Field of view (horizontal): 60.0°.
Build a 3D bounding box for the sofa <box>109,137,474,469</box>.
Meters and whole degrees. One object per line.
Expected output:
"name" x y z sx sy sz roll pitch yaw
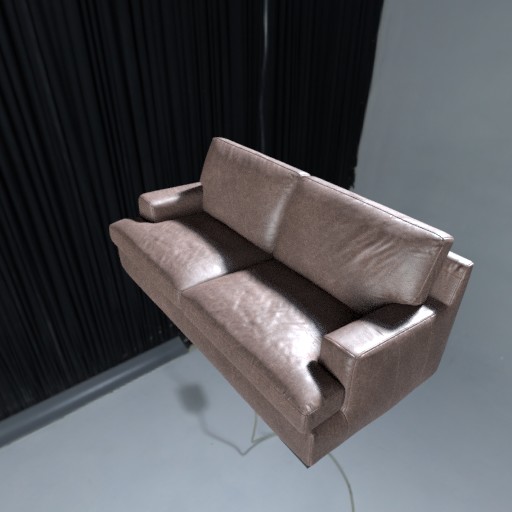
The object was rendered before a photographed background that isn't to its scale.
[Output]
"sofa" 0.000 0.000 2.832 1.143 0.941 2.261 -22 38 -31
